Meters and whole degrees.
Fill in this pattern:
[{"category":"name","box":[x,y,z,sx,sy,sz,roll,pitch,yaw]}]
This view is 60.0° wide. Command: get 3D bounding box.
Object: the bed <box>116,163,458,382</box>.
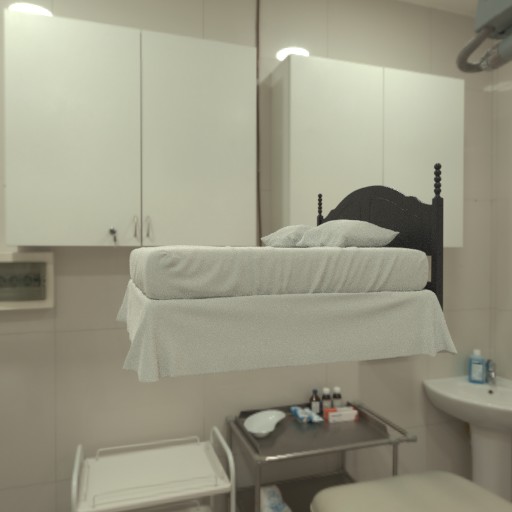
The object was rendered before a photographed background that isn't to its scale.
[{"category":"bed","box":[0.000,0.000,3.738,2.219,1.355,2.322,0,1,-19]}]
